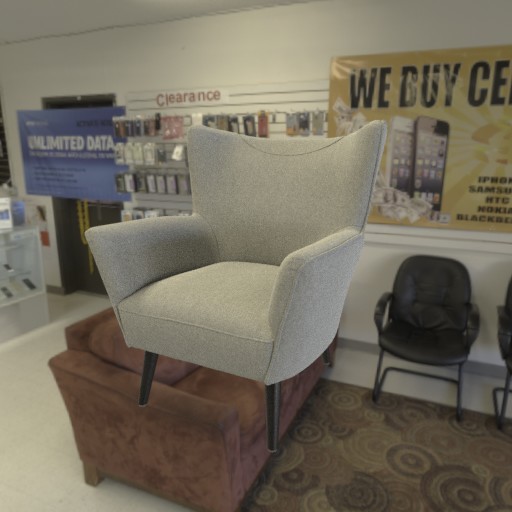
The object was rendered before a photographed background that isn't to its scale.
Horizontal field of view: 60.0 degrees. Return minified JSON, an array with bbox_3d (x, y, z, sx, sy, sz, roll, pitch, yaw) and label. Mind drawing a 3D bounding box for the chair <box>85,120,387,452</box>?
[{"bbox_3d":[0.000,0.000,1.588,0.781,0.933,0.888,7,16,27],"label":"chair"}]
